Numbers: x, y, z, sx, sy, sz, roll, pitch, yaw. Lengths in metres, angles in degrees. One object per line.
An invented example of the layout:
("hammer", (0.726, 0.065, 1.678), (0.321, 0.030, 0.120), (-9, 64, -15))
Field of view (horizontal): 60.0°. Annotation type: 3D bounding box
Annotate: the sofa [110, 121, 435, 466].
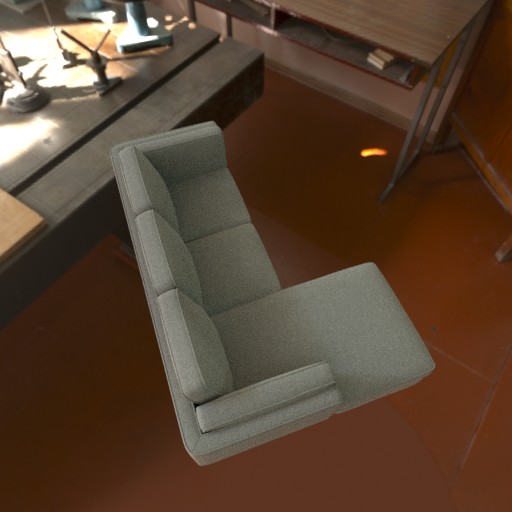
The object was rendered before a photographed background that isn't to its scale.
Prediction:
("sofa", (0.000, 0.000, 3.213), (1.604, 0.929, 2.411), (-17, 59, -11))
